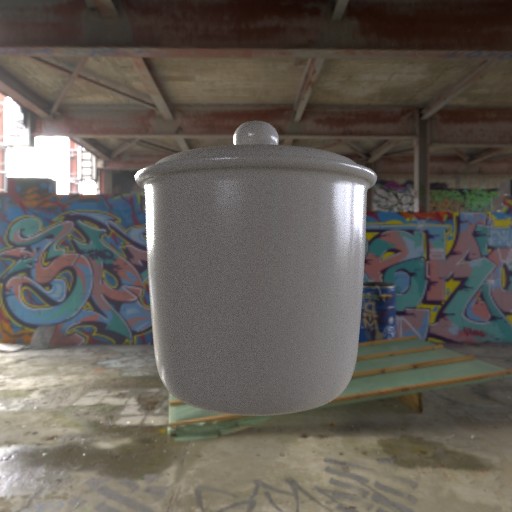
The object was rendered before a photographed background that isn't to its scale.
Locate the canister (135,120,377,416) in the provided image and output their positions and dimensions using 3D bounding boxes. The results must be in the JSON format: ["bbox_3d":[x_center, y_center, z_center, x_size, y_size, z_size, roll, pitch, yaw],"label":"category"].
[{"bbox_3d":[0.000,0.000,0.346,0.182,0.208,0.182,0,0,0],"label":"canister"}]
